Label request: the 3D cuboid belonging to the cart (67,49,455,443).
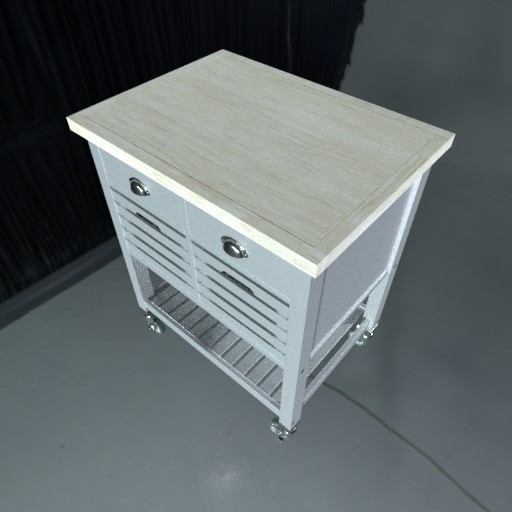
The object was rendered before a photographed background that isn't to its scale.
[{"bbox_3d":[0.000,0.000,1.402,0.762,0.914,0.559,32,54,27],"label":"cart"}]
